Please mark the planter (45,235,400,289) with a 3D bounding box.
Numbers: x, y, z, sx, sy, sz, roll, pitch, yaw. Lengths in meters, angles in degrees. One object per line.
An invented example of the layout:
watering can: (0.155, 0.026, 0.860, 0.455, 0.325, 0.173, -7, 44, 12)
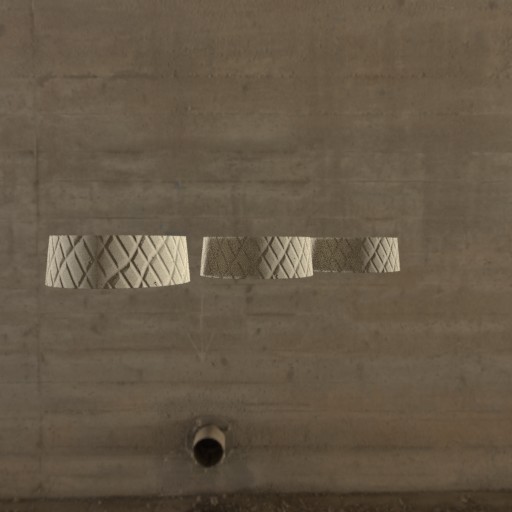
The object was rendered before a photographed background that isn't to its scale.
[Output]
planter: (0.000, 0.000, 0.448, 0.390, 0.038, 0.114, -1, 2, -36)
